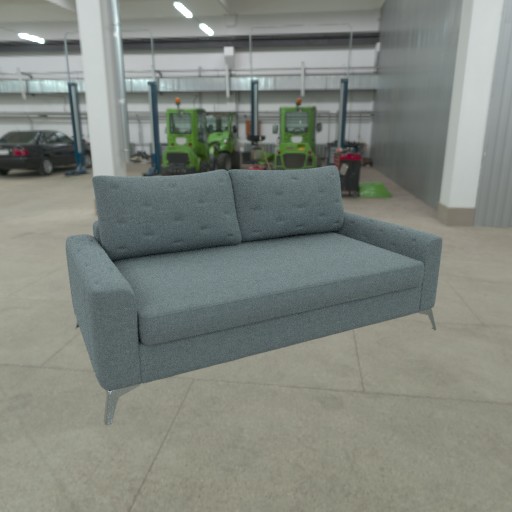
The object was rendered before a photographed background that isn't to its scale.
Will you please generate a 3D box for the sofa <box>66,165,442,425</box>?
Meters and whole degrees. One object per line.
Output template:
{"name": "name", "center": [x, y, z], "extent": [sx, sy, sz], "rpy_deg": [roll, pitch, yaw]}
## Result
{"name": "sofa", "center": [0.000, 0.000, 2.162], "extent": [1.650, 0.790, 0.920], "rpy_deg": [-8, 18, -26]}
